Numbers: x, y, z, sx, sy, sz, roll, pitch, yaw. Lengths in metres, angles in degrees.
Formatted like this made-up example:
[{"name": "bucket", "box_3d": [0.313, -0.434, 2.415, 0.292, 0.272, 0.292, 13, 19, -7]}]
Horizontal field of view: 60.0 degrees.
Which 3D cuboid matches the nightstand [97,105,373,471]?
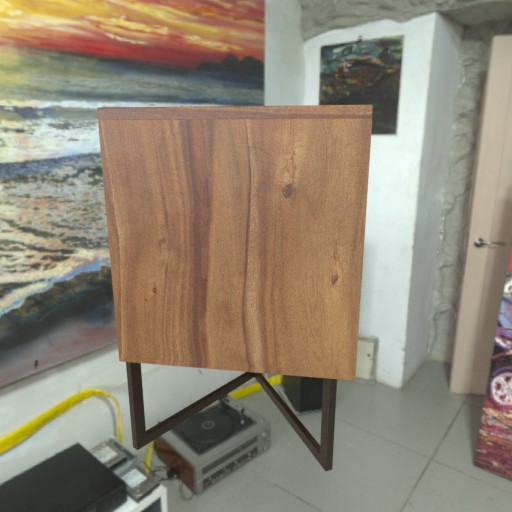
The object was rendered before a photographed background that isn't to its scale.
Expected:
[{"name": "nightstand", "box_3d": [0.000, 0.000, 1.018, 0.427, 0.615, 0.613, 2, 15, 9]}]
